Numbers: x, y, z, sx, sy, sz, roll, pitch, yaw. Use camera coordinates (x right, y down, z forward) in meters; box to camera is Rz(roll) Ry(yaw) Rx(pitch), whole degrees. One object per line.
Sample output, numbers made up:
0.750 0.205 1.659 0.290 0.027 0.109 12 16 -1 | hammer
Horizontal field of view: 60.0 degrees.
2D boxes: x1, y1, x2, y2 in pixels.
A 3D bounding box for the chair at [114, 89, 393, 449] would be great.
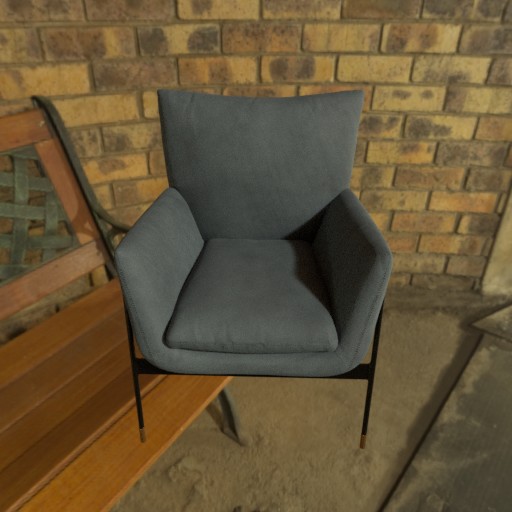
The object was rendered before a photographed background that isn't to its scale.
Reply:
0.000 0.000 1.354 0.678 0.858 0.709 1 30 2 | chair
